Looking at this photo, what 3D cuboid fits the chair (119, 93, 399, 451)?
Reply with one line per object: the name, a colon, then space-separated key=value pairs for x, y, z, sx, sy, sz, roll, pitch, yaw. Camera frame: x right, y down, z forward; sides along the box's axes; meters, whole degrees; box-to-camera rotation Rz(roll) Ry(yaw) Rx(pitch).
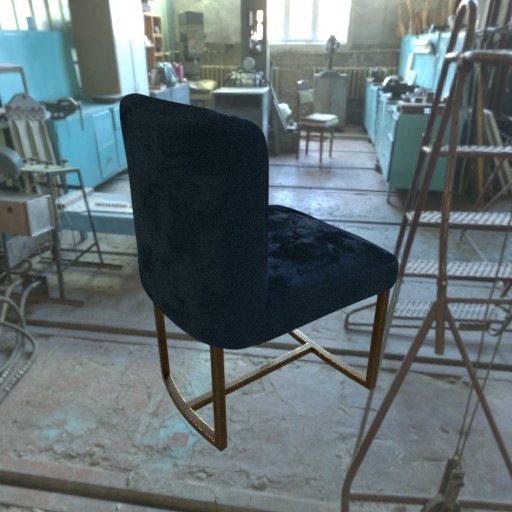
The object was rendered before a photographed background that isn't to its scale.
chair: x=0.000 y=0.000 z=1.177 sx=0.560 sy=0.824 sz=0.530 roll=-18 pitch=31 yaw=-32
